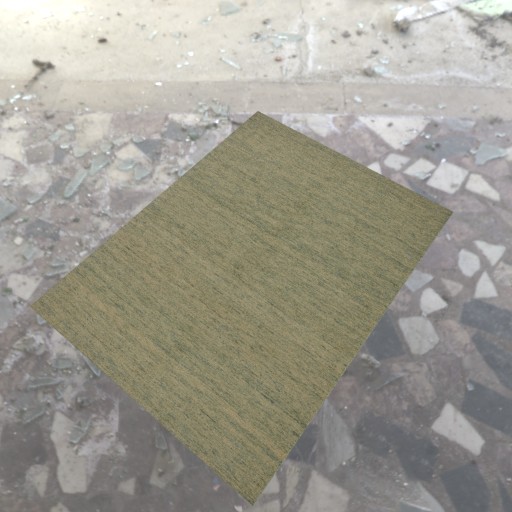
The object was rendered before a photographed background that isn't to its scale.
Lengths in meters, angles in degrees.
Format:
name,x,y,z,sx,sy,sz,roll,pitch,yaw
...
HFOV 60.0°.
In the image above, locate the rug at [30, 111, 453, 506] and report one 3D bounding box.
name,x,y,z,sx,sy,sz,roll,pitch,yaw
rug,0.000,0.000,4.087,2.437,0.014,3.201,33,63,19
